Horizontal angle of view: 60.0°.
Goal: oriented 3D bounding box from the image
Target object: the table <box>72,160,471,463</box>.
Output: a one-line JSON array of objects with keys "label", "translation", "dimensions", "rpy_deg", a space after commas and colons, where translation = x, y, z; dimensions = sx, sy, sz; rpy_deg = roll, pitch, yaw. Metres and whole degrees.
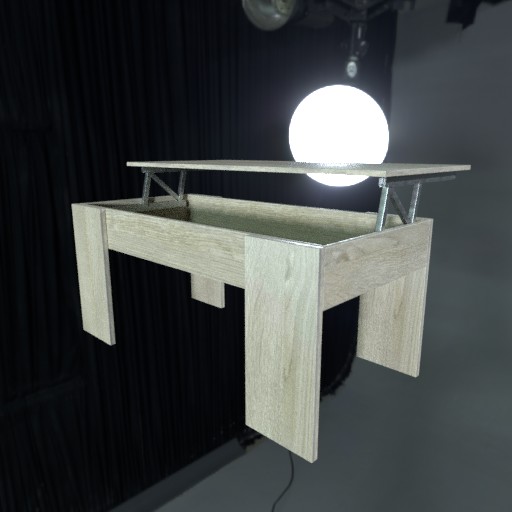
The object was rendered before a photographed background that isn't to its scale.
[{"label": "table", "translation": [0.000, 0.000, 1.403], "dimensions": [1.000, 0.570, 0.711], "rpy_deg": [12, 18, 42]}]
